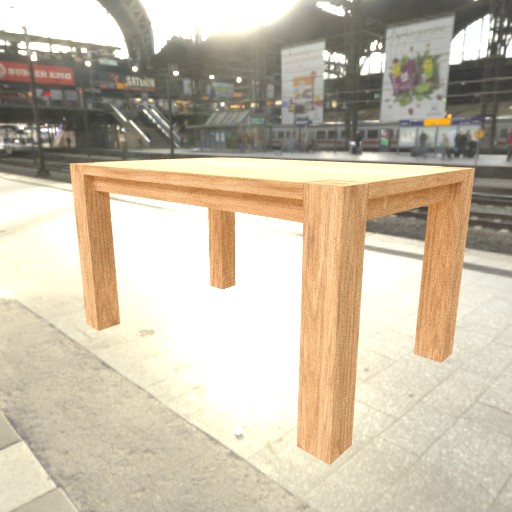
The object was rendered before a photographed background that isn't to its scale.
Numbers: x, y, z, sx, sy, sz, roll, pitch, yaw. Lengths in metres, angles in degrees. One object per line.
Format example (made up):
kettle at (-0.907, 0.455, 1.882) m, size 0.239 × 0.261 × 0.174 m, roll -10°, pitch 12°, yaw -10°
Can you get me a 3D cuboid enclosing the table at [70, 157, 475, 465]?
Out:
table at (0.000, 0.000, 1.894) m, size 1.400 × 0.760 × 0.900 m, roll 14°, pitch 20°, yaw 41°
